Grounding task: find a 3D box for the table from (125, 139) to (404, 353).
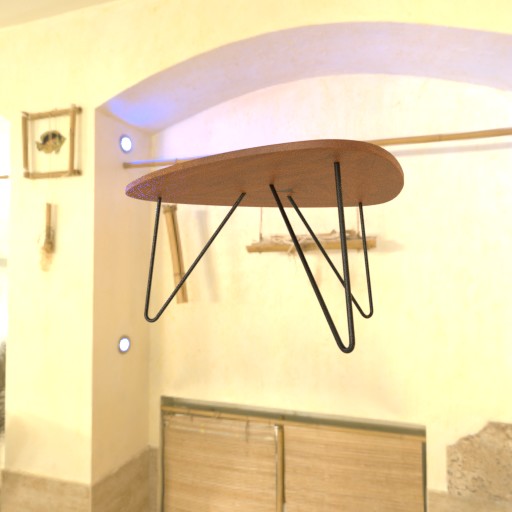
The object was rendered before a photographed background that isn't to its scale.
[{"bbox_3d":[0.000,0.000,1.291,0.821,0.413,0.833,0,-2,18],"label":"table"}]
